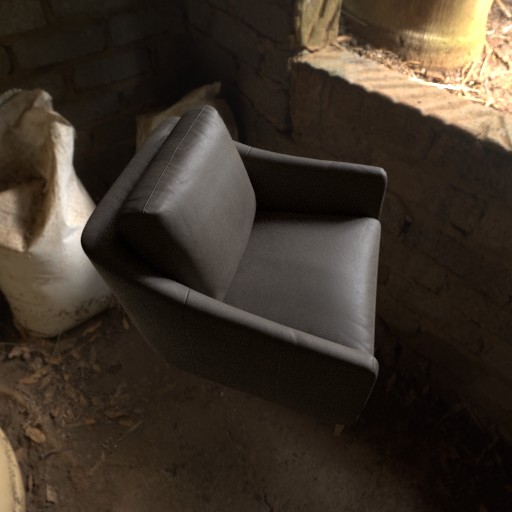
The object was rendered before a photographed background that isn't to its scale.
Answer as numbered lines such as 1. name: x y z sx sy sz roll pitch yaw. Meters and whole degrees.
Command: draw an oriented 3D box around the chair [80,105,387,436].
1. chair: 0.000 0.000 1.732 0.961 0.901 0.988 10 47 9
